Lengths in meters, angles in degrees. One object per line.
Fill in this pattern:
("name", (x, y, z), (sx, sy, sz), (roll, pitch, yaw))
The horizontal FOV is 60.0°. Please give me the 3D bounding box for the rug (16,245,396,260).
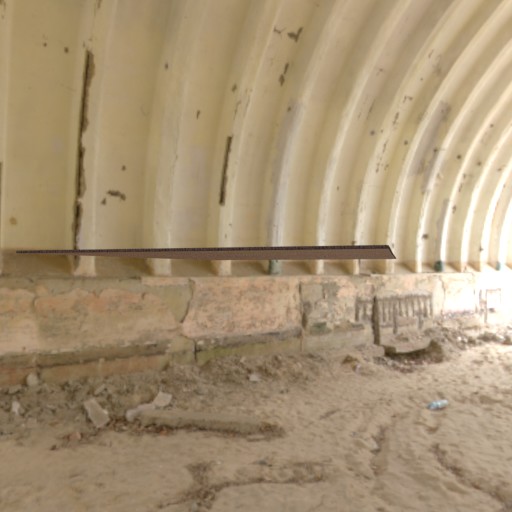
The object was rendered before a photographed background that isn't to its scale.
("rug", (0.000, 0.000, 4.045), (2.411, 0.020, 3.032), (0, -2, 18))
